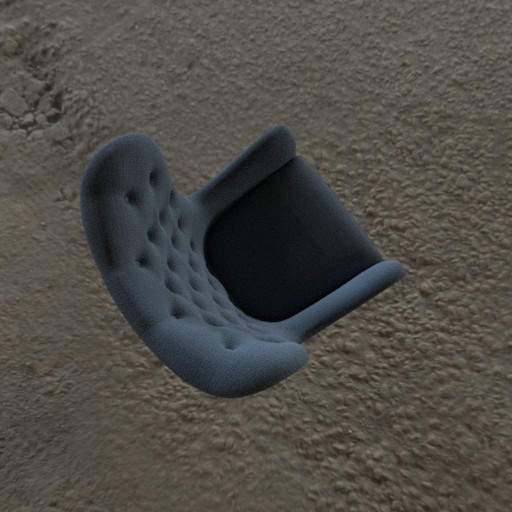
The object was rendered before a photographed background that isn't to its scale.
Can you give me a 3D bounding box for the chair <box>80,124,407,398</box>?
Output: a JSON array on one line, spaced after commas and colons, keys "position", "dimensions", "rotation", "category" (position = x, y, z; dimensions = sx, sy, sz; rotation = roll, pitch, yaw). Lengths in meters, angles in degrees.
[{"position": [0.000, 0.000, 1.731], "dimensions": [0.930, 1.079, 0.831], "rotation": [-35, 78, -8], "category": "chair"}]
